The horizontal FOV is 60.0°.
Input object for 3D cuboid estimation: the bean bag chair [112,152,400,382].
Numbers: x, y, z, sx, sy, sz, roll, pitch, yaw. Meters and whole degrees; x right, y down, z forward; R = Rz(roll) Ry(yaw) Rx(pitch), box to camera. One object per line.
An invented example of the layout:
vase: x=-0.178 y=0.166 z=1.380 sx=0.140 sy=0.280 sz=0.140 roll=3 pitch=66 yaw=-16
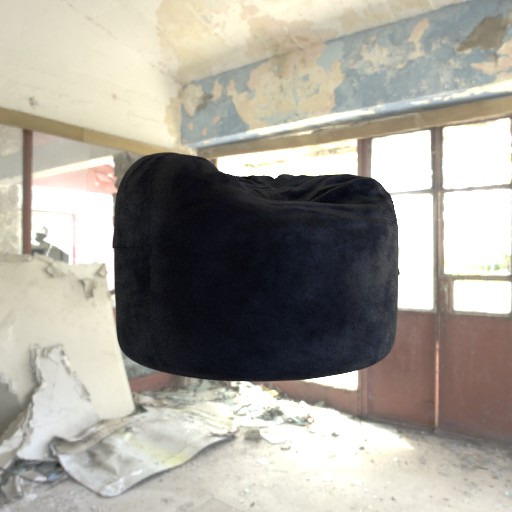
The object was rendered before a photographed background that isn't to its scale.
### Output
bean bag chair: x=0.000 y=0.000 z=1.489 sx=0.918 sy=0.616 sz=0.918 roll=0 pitch=0 yaw=0
